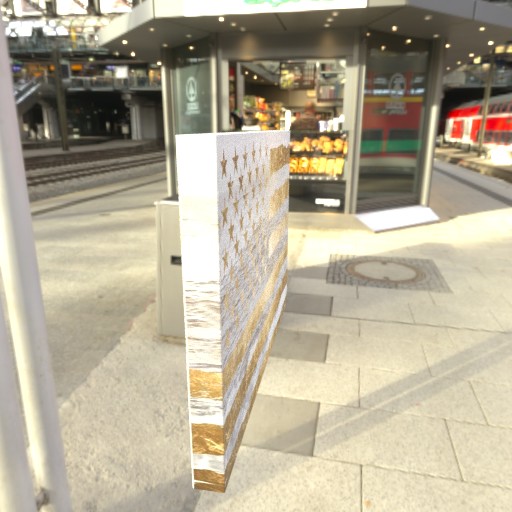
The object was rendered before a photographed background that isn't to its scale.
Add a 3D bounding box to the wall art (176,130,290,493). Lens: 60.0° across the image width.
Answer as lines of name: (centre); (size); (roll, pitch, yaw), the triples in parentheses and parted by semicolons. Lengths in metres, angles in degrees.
wall art: (0.000, 0.000, 0.754); (0.041, 0.407, 0.606); (3, 16, 10)
